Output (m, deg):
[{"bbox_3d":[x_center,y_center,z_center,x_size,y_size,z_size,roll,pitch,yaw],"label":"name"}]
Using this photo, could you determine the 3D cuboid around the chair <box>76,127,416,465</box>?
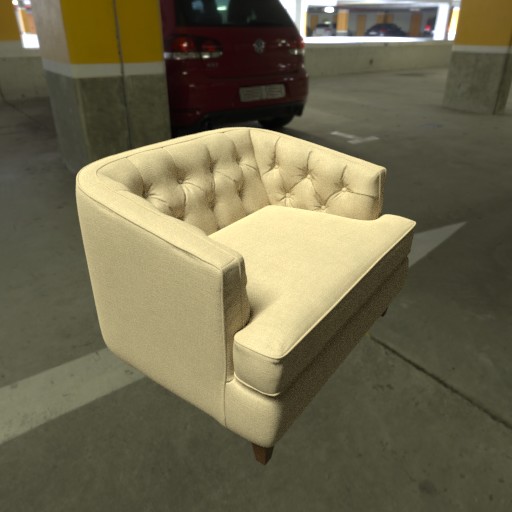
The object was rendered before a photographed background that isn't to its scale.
[{"bbox_3d":[0.000,0.000,1.729,0.914,0.787,1.118,18,32,31],"label":"chair"}]
